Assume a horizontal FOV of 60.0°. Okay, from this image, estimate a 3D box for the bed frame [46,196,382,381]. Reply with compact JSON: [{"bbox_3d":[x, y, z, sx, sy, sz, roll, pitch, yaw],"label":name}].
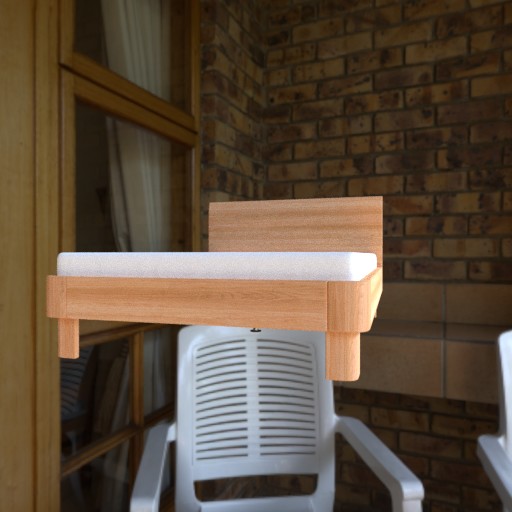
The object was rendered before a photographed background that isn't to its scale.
[{"bbox_3d":[0.000,0.000,2.770,1.472,0.940,1.992,0,0,17],"label":"bed frame"}]
